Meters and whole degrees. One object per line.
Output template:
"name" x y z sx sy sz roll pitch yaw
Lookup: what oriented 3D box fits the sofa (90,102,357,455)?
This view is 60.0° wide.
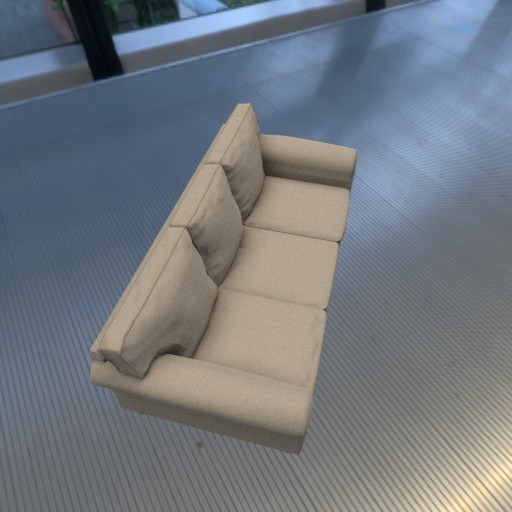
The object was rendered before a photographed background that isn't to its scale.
"sofa" 0.000 0.000 2.679 0.998 0.889 2.118 11 48 10
